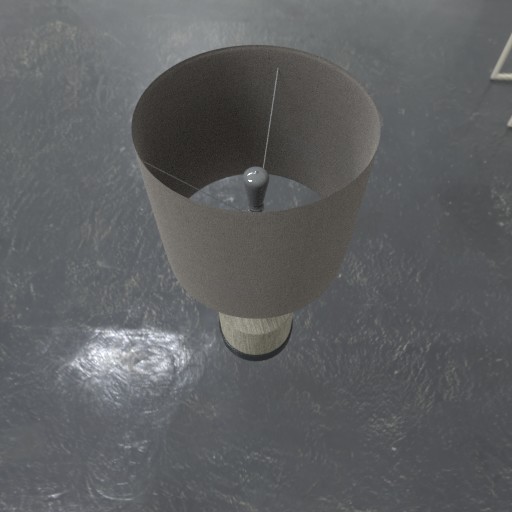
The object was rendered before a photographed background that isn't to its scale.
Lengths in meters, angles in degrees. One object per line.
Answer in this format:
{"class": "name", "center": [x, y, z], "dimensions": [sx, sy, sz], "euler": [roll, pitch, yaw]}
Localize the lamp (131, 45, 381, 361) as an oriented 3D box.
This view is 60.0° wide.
{"class": "lamp", "center": [0.000, 0.000, 0.604], "dimensions": [0.229, 0.470, 0.229], "euler": [-15, 58, -9]}
